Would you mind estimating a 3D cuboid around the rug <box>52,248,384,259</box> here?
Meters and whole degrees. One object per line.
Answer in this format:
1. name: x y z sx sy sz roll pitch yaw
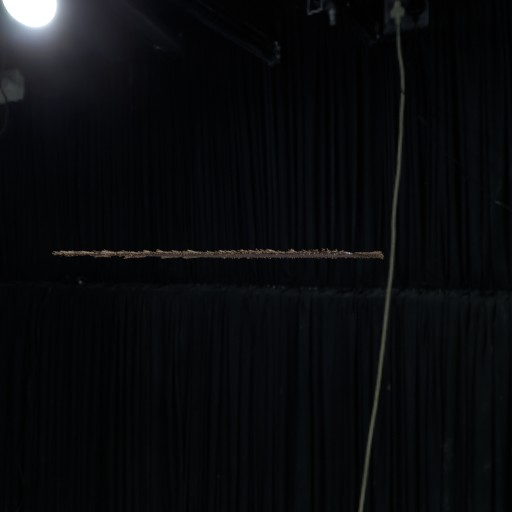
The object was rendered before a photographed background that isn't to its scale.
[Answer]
1. rug: 0.000 0.000 2.666 1.469 0.040 2.025 0 -1 17
